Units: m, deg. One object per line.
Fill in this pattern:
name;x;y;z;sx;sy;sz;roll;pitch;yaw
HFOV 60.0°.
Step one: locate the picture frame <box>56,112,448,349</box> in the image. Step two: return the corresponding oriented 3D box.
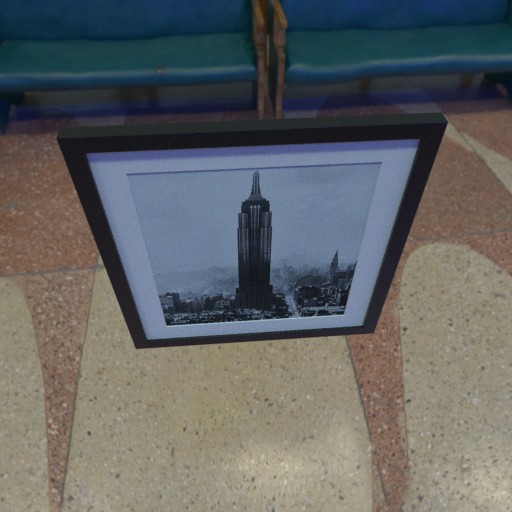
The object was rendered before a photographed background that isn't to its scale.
picture frame;0.000;0.000;0.844;0.559;0.557;0.029;-3;47;-3
